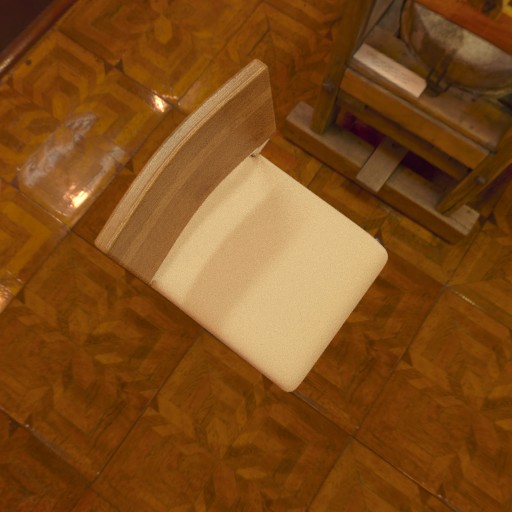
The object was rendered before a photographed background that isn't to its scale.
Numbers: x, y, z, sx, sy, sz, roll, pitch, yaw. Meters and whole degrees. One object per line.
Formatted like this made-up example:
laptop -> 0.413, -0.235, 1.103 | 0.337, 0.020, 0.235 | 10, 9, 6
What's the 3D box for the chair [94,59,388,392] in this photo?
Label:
chair -> 0.000, 0.000, 1.189 | 0.585, 0.844, 0.467 | 37, 80, 8
